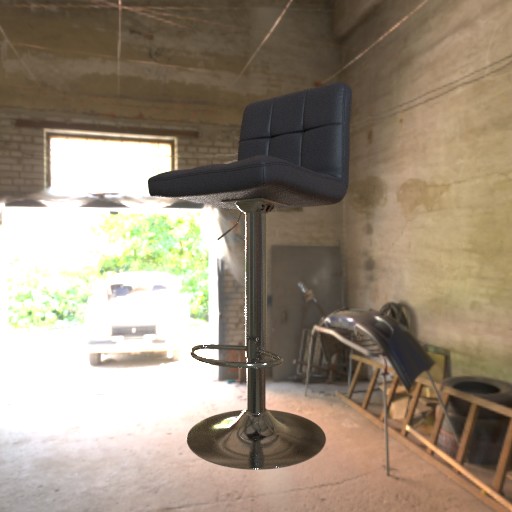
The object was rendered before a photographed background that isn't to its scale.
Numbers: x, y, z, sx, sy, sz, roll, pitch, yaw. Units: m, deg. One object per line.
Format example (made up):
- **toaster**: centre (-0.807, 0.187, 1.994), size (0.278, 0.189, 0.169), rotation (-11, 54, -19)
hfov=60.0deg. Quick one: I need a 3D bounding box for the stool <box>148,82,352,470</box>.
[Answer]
- **stool**: centre (0.000, 0.000, 1.355), size (0.430, 1.115, 0.505), rotation (1, 1, 37)
